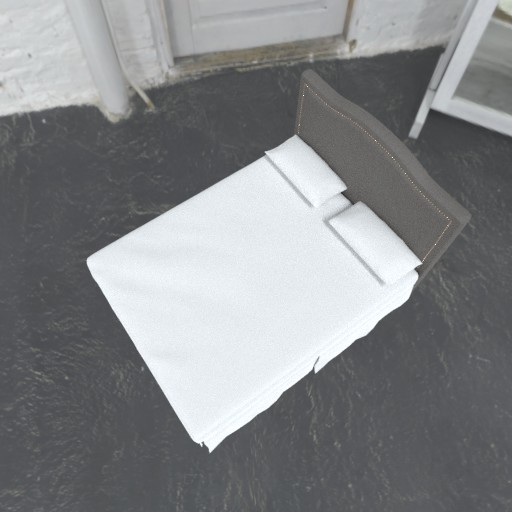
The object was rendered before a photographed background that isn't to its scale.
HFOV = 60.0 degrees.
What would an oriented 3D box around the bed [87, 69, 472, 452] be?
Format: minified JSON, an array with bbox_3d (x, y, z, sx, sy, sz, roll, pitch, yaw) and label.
[{"bbox_3d":[0.000,0.000,3.465,2.282,1.436,1.821,-33,68,-15],"label":"bed"}]
